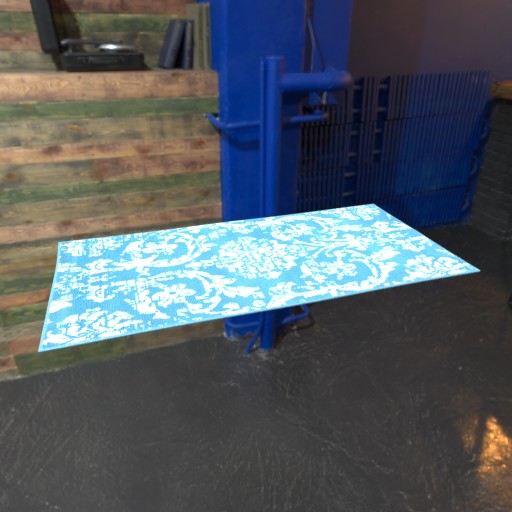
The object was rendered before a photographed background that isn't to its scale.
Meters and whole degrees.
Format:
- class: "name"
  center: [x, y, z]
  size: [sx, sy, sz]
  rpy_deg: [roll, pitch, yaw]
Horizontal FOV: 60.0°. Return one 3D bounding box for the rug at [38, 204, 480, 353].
- class: "rug"
  center: [0.000, 0.000, 1.414]
  size: [1.219, 0.007, 0.604]
  rpy_deg: [-8, 28, -16]
